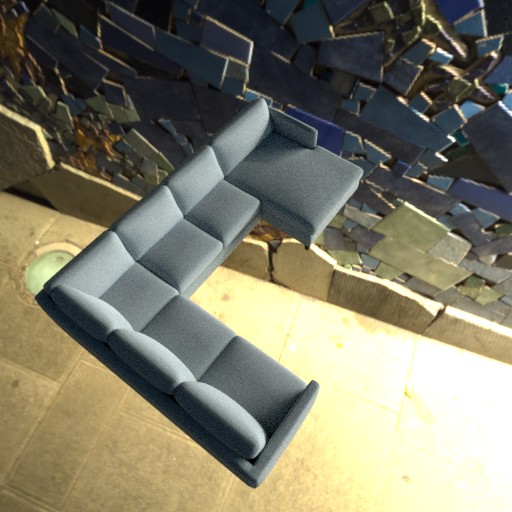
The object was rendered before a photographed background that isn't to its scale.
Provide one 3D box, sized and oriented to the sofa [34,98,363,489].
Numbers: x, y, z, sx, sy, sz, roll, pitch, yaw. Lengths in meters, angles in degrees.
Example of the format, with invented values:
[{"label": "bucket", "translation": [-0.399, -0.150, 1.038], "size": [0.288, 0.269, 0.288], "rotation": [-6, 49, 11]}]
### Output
[{"label": "sofa", "translation": [0.000, 0.000, 4.512], "size": [2.551, 0.889, 3.403], "rotation": [32, 63, 18]}]
